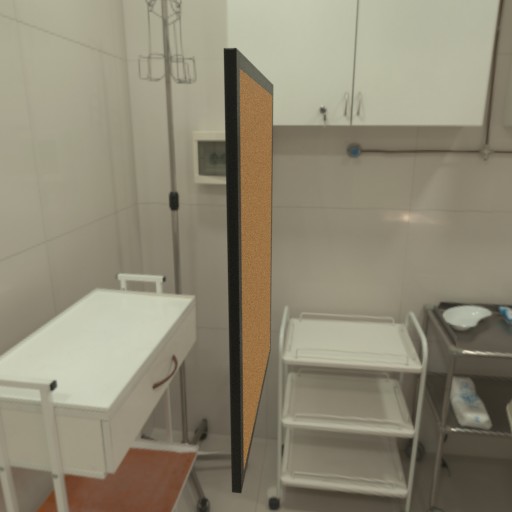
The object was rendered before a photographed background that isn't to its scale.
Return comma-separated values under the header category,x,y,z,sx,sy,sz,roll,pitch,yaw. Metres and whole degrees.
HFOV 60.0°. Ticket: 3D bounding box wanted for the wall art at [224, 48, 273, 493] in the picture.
category,x,y,z,sx,sy,sz,roll,pitch,yaw
wall art,0.000,0.000,0.852,0.016,0.657,0.480,2,16,7
